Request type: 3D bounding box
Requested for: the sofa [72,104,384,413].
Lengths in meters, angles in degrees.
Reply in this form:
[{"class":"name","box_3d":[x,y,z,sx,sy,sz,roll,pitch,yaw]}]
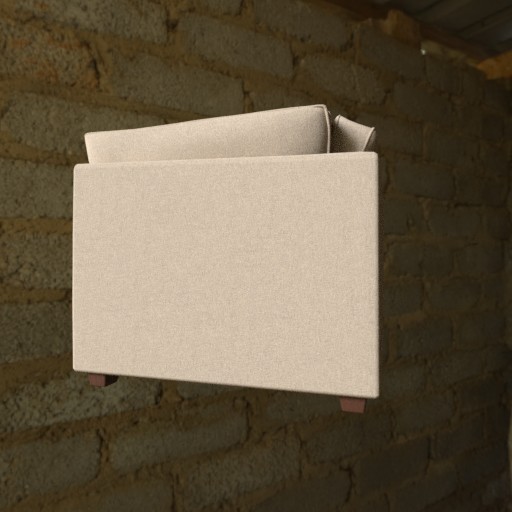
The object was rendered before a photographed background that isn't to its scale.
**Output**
[{"class":"sofa","box_3d":[0.000,0.000,1.874,1.042,0.937,1.050,0,-1,17]}]
